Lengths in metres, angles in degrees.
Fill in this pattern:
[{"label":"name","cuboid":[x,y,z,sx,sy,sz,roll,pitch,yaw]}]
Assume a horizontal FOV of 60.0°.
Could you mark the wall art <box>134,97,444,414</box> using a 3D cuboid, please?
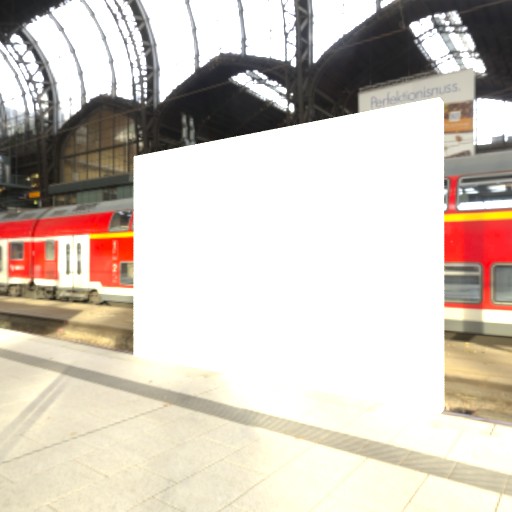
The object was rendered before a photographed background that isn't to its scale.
[{"label":"wall art","cuboid":[0.000,0.000,1.655,1.308,0.902,0.051,0,0,35]}]
